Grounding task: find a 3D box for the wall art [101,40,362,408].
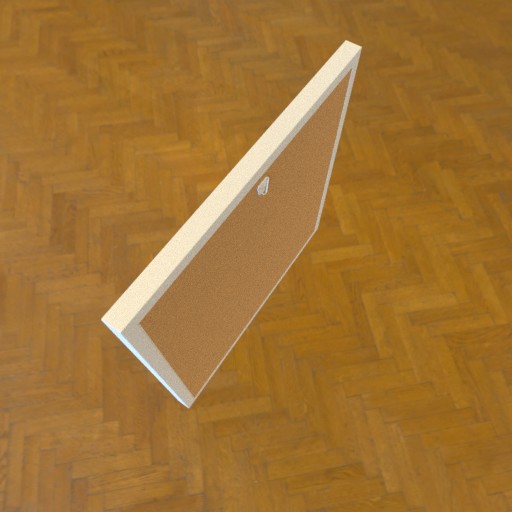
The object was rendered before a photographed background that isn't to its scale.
[{"bbox_3d":[0.000,0.000,1.144,0.050,0.762,0.761,31,67,15],"label":"wall art"}]
